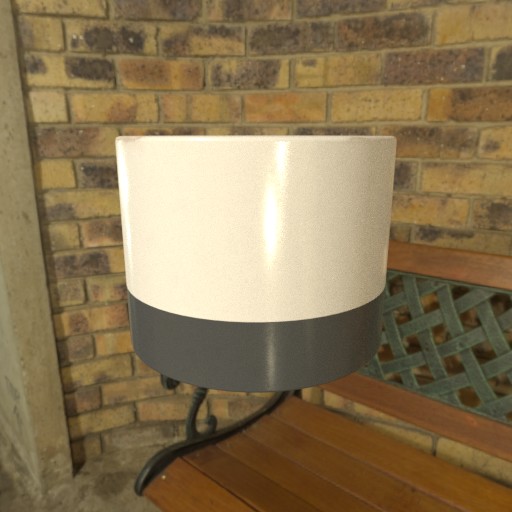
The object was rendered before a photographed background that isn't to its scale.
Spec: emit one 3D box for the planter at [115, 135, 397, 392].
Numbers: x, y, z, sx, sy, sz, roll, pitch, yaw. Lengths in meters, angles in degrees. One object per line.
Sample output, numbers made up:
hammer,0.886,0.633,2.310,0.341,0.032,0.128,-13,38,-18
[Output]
planter,0.000,0.000,0.340,0.193,0.177,0.193,0,15,0
